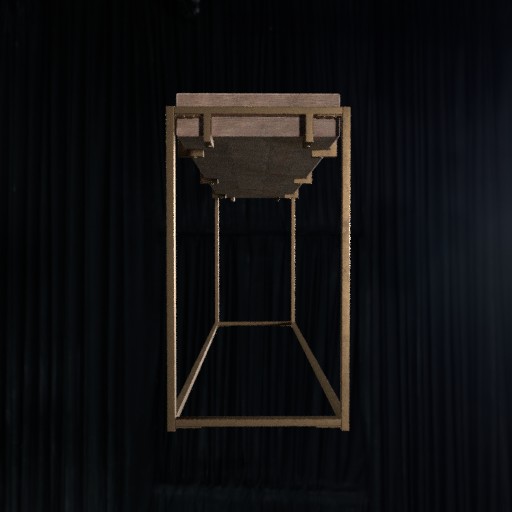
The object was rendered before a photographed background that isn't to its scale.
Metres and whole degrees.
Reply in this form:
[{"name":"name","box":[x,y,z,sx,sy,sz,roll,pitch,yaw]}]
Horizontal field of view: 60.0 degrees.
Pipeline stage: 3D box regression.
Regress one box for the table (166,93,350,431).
[{"name":"table","box":[0.000,0.000,1.765,0.440,0.820,1.400,0,1,0]}]
